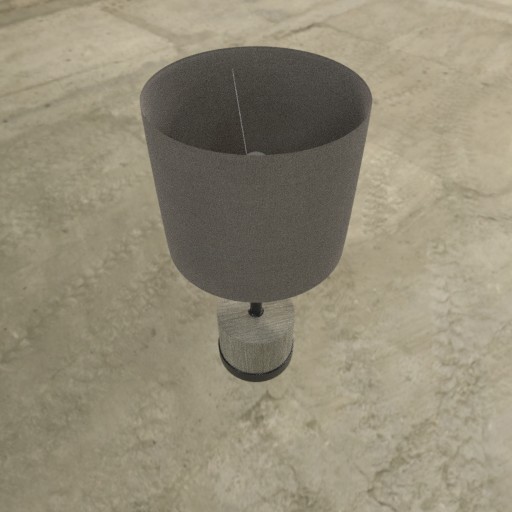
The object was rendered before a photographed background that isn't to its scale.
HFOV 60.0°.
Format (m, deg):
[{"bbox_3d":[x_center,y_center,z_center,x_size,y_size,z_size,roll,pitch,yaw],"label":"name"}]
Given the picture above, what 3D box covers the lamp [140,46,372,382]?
[{"bbox_3d":[0.000,0.000,0.607,0.229,0.470,0.229,-11,47,-10],"label":"lamp"}]
